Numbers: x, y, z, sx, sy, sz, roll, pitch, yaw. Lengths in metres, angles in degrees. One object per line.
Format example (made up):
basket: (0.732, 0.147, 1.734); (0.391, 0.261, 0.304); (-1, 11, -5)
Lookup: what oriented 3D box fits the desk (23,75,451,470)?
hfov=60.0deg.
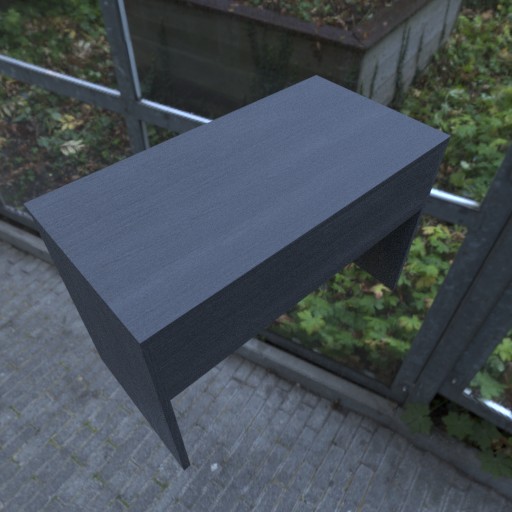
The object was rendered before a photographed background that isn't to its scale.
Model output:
desk: (0.000, 0.000, 1.507); (1.099, 0.729, 0.557); (-33, 55, -27)
